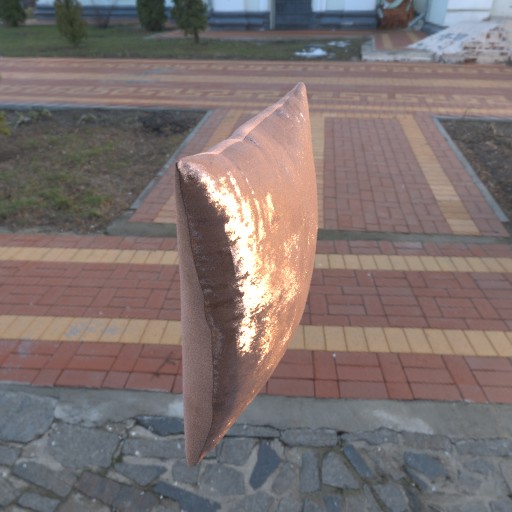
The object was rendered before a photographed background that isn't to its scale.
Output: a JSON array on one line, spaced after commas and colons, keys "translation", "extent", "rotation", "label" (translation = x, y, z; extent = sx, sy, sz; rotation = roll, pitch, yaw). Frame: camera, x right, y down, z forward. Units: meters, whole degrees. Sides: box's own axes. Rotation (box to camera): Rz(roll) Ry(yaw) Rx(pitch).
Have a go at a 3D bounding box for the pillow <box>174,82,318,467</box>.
[{"translation": [0.000, 0.000, 0.708], "extent": [0.175, 0.464, 0.470], "rotation": [11, 32, 17], "label": "pillow"}]
